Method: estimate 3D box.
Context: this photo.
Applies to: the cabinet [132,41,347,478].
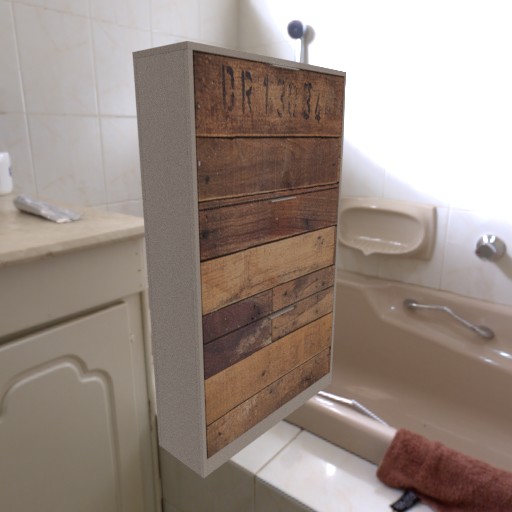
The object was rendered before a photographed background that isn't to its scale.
[{"bbox_3d":[0.000,0.000,1.587,0.250,1.280,0.750,13,20,40],"label":"cabinet"}]
